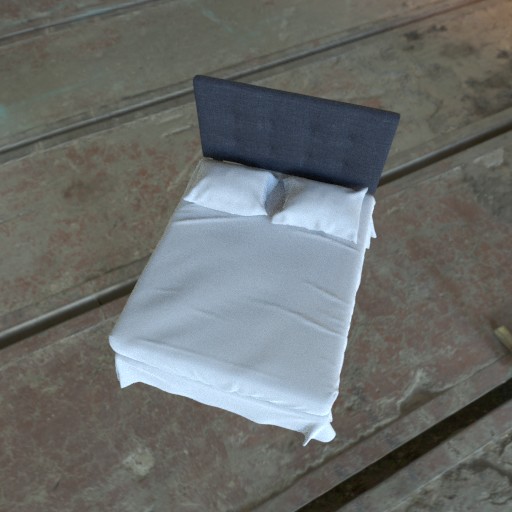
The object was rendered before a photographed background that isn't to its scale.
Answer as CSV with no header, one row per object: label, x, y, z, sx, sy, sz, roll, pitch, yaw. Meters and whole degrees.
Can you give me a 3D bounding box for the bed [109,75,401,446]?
bed,0.000,0.000,3.508,1.936,1.577,2.222,14,58,9
